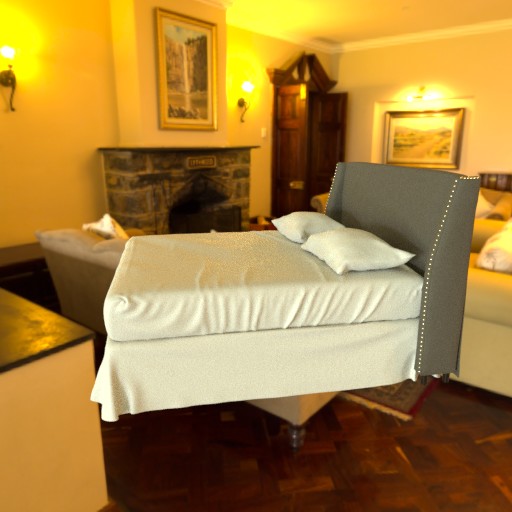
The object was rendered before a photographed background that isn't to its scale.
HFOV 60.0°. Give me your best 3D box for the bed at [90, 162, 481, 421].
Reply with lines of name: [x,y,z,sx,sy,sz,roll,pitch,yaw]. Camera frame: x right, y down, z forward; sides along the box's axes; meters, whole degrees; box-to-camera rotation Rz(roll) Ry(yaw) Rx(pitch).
bed: [0.000,0.000,3.364,2.276,1.332,1.925,-3,15,-11]
